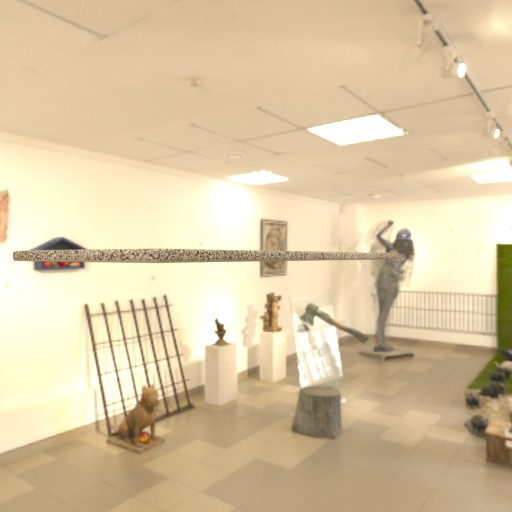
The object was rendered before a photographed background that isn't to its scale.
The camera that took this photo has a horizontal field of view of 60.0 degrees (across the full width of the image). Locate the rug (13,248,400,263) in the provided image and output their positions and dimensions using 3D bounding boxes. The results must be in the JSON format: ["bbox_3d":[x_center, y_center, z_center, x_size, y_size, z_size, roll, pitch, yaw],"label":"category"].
[{"bbox_3d":[0.000,0.000,1.690,0.609,0.030,1.524,0,0,36],"label":"rug"}]
